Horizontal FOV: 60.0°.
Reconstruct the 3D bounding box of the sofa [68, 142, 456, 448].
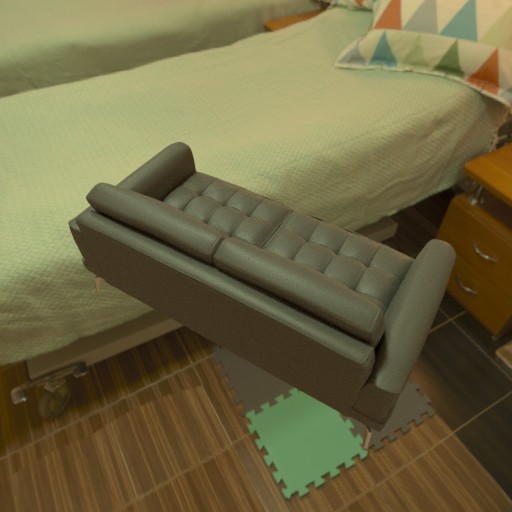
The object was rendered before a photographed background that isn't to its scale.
[{"bbox_3d":[0.000,0.000,2.771,2.177,0.930,1.121,25,53,21],"label":"sofa"}]
